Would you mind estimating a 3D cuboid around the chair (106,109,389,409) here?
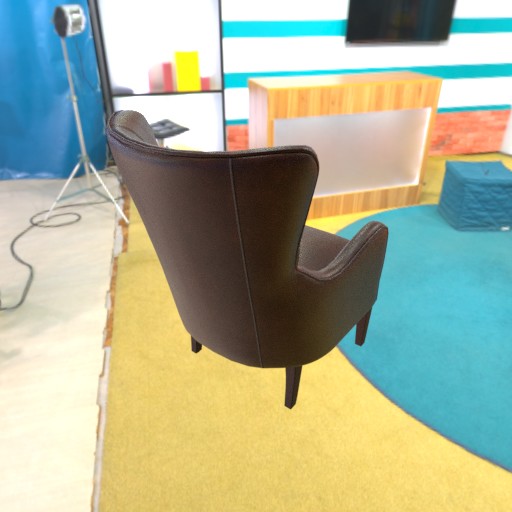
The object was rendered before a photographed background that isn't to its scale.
[{"bbox_3d":[0.000,0.000,1.631,0.692,1.048,0.914,21,36,32],"label":"chair"}]
